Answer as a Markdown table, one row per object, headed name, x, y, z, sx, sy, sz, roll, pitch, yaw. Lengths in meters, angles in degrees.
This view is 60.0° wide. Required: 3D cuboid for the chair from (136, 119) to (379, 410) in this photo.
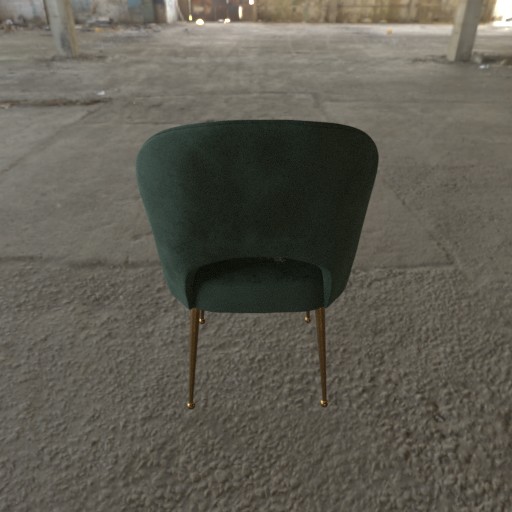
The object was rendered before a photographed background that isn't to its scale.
| name | x | y | z | sx | sy | sz | roll | pitch | yaw |
| --- | --- | --- | --- | --- | --- | --- | --- | --- | --- |
| chair | 0.000 | 0.000 | 1.212 | 0.527 | 0.860 | 0.577 | -1 | 30 | -1 |
